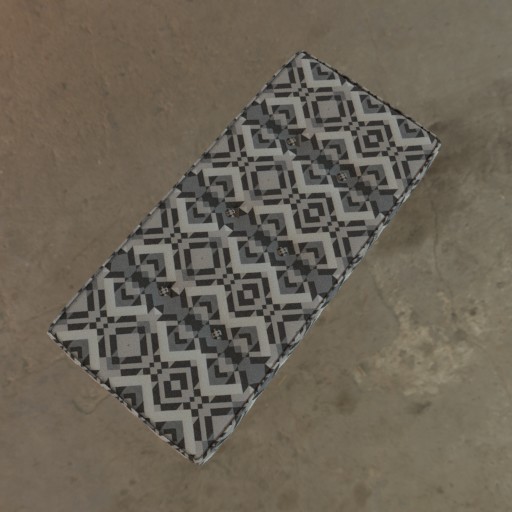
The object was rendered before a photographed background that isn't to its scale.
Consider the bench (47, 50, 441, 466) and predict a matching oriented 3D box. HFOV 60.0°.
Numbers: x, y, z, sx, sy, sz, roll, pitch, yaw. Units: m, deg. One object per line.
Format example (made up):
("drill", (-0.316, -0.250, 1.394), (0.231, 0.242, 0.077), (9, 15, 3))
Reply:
("bench", (0.000, 0.000, 1.306), (0.492, 0.477, 1.016), (37, 78, 9))
